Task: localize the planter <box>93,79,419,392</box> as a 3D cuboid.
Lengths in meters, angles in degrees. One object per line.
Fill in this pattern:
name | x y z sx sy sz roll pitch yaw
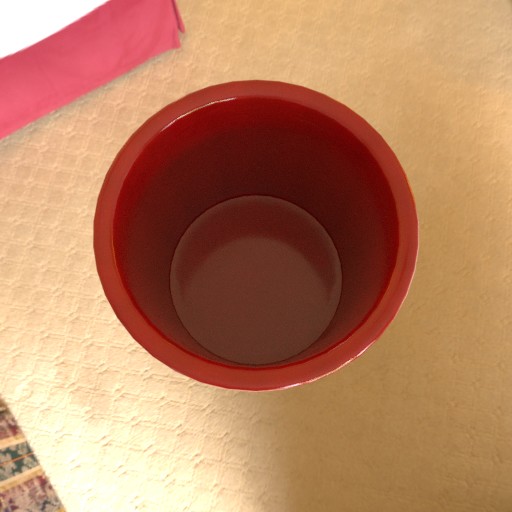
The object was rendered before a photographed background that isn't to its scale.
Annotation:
planter | 0.000 0.000 0.406 0.230 0.202 0.230 0 76 0
